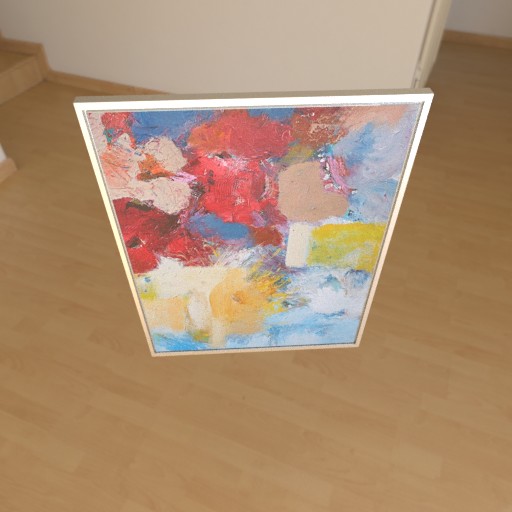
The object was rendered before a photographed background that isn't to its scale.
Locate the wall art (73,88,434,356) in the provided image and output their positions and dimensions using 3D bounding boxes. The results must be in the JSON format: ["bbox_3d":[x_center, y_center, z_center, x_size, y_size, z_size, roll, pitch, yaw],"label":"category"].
[{"bbox_3d":[0.000,0.000,1.384,0.816,1.046,0.030,-2,46,-2],"label":"wall art"}]
